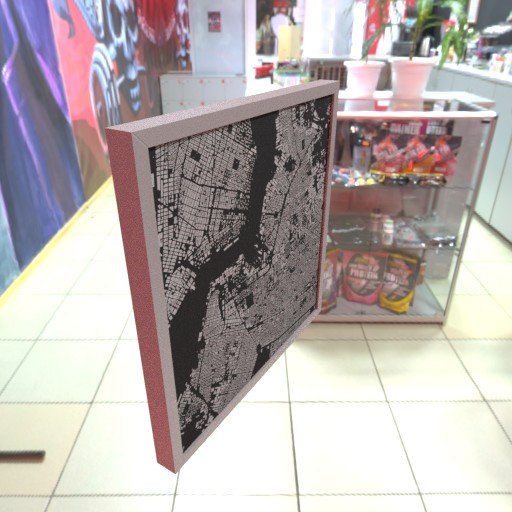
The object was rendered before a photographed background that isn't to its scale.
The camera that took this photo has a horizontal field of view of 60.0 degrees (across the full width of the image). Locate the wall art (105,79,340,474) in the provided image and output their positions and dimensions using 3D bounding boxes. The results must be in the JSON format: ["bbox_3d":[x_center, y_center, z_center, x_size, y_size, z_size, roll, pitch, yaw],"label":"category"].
[{"bbox_3d":[0.000,0.000,0.744,0.038,0.506,0.506,17,32,29],"label":"wall art"}]
